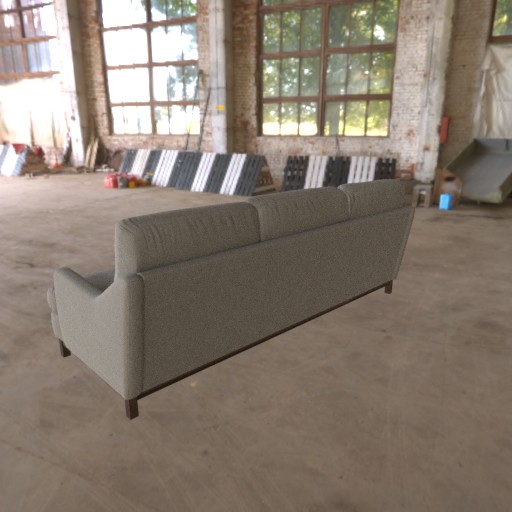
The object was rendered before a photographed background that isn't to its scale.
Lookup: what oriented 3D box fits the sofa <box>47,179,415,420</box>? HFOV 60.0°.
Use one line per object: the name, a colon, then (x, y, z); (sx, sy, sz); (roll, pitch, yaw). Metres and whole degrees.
sofa: (0.000, 0.000, 2.888); (2.344, 0.926, 0.987); (-15, 22, -41)
